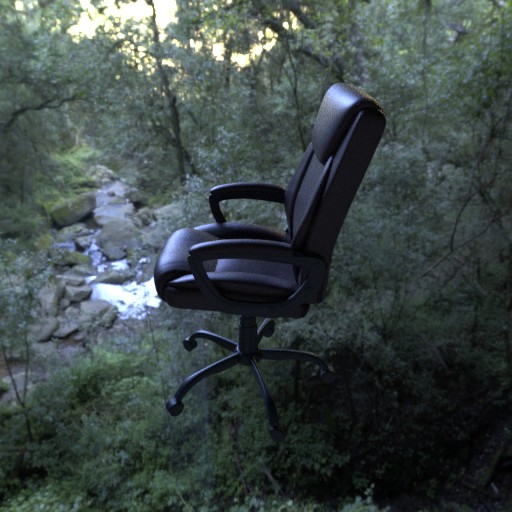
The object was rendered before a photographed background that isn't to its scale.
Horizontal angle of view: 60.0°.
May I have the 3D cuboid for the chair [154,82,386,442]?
[{"bbox_3d":[0.000,0.000,1.493,0.655,1.072,0.615,0,26,1],"label":"chair"}]
